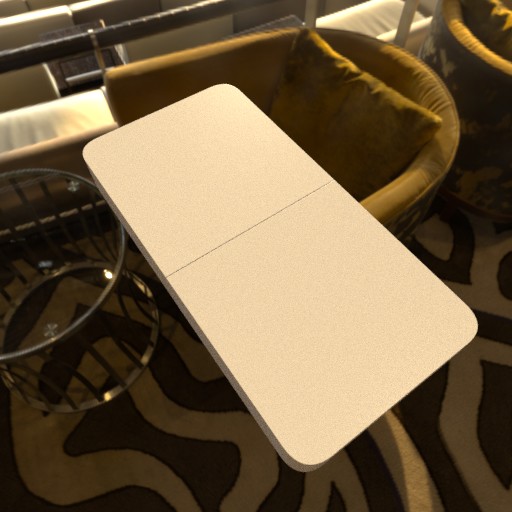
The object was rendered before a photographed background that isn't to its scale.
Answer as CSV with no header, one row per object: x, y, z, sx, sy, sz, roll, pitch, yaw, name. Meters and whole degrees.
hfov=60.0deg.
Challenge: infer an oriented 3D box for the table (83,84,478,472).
0.000,0.000,1.436,0.600,0.340,1.200,-31,63,-18,table
